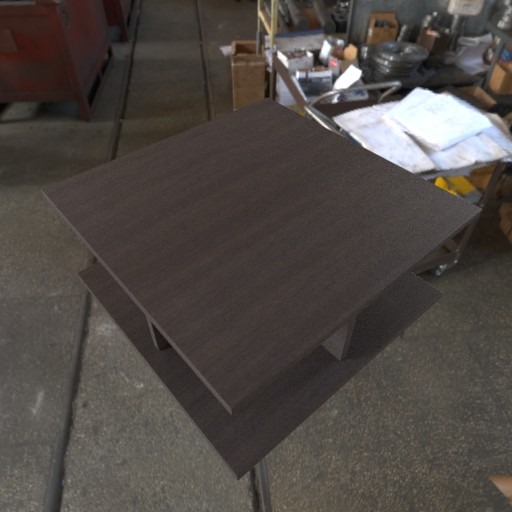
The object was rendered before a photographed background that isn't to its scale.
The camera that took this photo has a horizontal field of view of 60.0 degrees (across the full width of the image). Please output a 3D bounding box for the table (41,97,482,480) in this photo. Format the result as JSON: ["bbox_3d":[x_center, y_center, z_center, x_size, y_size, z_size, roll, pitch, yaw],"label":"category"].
[{"bbox_3d":[0.000,0.000,1.219,0.762,0.396,0.762,-32,53,-27],"label":"table"}]
